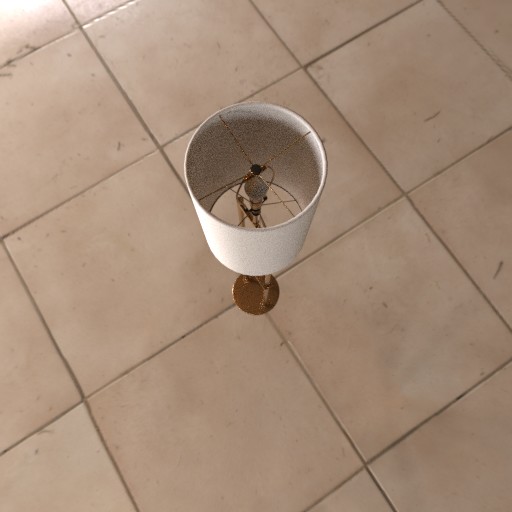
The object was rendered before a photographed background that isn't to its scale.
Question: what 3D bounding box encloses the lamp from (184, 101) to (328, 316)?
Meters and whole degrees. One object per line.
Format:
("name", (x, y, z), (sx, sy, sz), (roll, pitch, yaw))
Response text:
("lamp", (0.000, 0.000, 1.666), (0.305, 1.500, 0.306), (-33, 77, -8))
